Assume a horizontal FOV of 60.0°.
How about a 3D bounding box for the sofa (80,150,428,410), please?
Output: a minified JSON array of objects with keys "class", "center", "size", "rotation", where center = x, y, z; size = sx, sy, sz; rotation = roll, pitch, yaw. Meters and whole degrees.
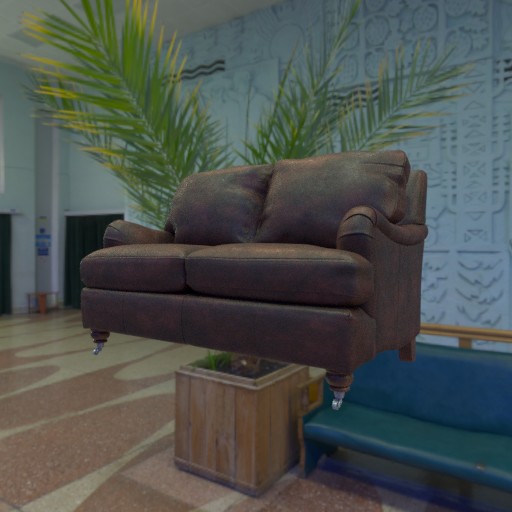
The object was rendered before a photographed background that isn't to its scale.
[{"class":"sofa","center":[0.000,0.000,2.400],"size":[1.628,1.070,1.148],"rotation":[1,1,35]}]
